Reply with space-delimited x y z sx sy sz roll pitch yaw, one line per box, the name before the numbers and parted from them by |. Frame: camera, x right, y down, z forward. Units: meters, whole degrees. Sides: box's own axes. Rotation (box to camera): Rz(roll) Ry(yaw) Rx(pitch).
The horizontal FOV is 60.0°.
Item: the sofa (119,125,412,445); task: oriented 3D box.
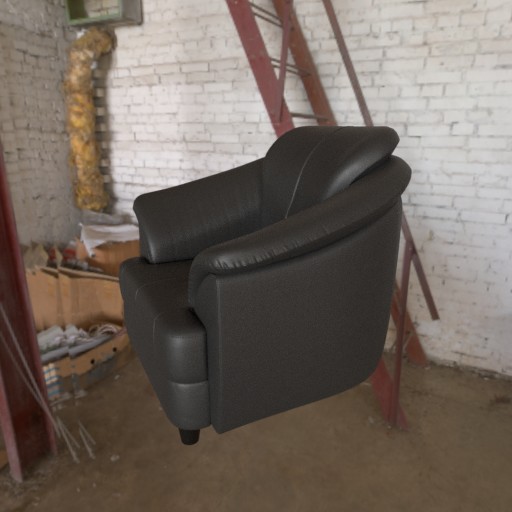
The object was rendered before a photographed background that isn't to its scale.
sofa | 0.000 0.000 1.442 0.794 0.811 0.870 -8 18 -25
